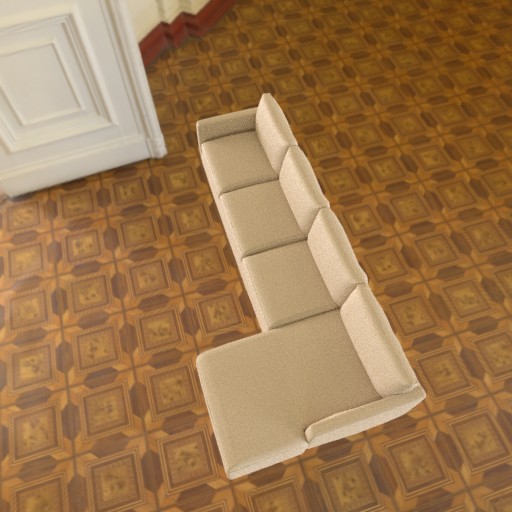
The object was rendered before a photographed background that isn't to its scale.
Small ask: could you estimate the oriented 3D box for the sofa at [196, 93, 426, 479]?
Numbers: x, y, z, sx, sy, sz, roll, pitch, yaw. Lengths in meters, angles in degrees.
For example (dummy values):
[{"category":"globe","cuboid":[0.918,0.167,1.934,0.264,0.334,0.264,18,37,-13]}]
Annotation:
[{"category":"sofa","cuboid":[0.000,0.000,3.309,1.258,0.755,2.731,-15,60,-9]}]
